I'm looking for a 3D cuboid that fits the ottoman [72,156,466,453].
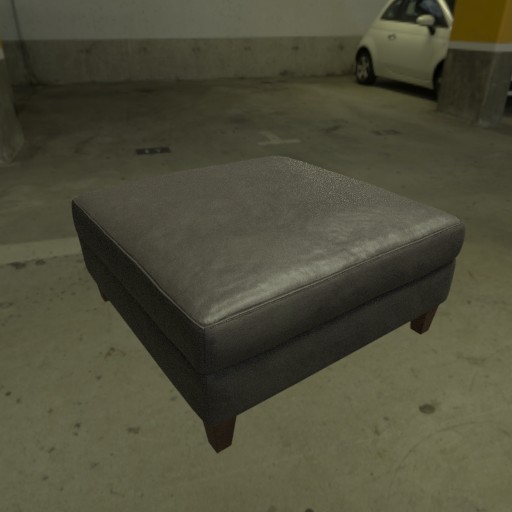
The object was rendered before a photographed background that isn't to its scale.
[{"bbox_3d":[0.000,0.000,1.327,0.836,0.415,0.844,-18,33,-31],"label":"ottoman"}]
